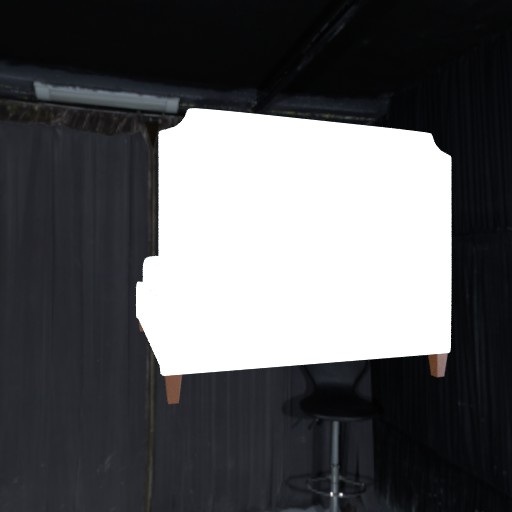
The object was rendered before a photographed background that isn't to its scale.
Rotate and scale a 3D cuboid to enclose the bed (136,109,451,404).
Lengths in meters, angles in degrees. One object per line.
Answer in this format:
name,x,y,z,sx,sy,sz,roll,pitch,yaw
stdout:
bed,0.000,0.000,3.460,1.712,1.443,2.365,0,0,-18
